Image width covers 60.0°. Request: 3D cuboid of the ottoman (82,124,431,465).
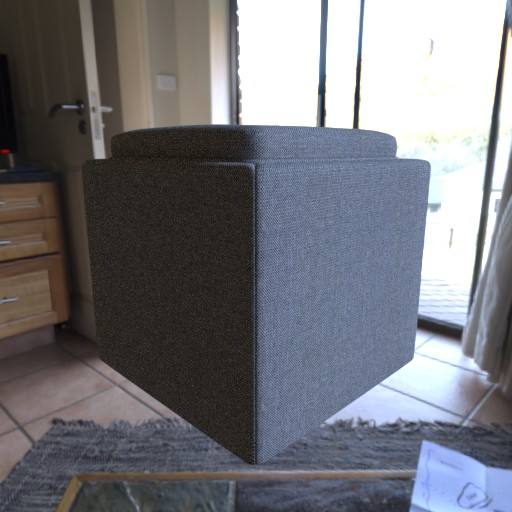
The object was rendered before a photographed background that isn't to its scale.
[{"bbox_3d":[0.000,0.000,0.826,0.450,0.460,0.450,-13,19,-43],"label":"ottoman"}]
